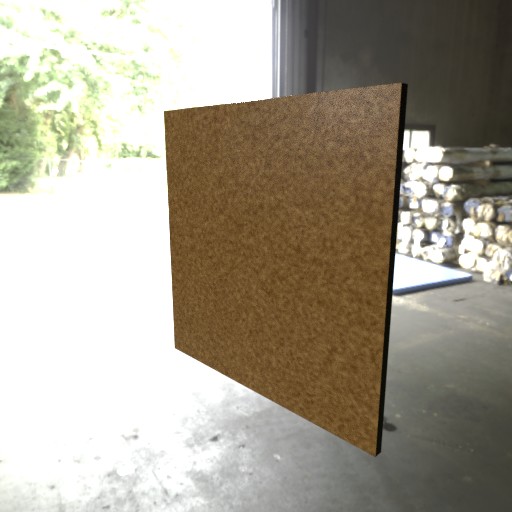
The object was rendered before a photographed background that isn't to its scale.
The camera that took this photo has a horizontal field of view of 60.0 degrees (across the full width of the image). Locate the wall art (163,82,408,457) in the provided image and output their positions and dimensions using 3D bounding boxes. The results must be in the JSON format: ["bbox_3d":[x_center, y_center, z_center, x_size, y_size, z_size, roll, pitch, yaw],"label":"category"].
[{"bbox_3d":[0.000,0.000,0.668,0.014,0.445,0.446,-13,18,-43],"label":"wall art"}]
